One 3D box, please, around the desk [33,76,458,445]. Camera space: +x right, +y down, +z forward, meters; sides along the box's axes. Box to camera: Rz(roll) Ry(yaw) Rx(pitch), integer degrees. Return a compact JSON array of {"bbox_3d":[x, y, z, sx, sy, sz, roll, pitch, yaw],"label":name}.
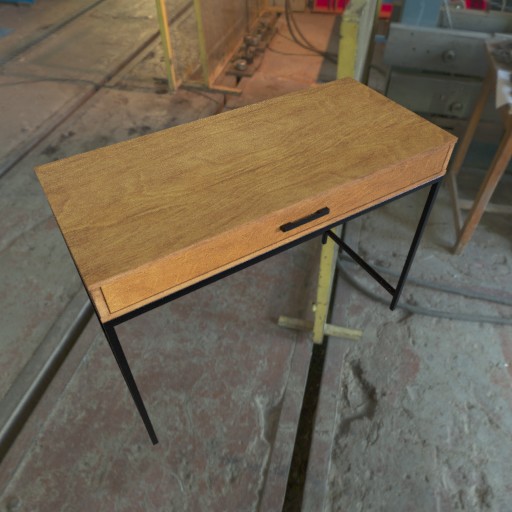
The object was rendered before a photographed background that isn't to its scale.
[{"bbox_3d":[0.000,0.000,1.423,1.016,0.762,0.470,-24,50,-21],"label":"desk"}]
